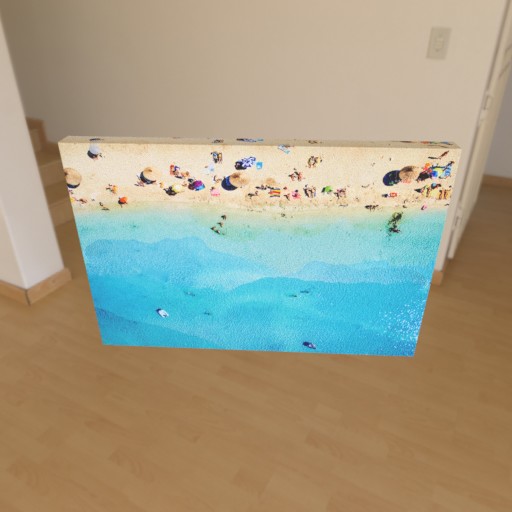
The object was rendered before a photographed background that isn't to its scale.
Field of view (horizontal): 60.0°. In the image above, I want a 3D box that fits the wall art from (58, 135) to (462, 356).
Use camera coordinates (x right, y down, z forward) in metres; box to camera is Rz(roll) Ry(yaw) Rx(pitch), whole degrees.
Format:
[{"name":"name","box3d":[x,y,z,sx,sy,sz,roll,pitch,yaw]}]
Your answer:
[{"name":"wall art","box3d":[0.000,0.000,1.149,0.894,0.595,0.057,2,30,3]}]
